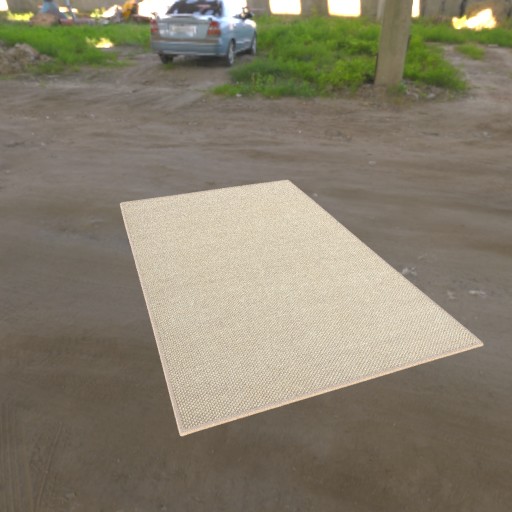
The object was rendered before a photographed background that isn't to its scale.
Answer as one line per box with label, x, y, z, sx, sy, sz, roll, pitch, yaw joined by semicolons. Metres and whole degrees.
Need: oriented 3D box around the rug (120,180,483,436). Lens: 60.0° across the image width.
rug;0.000;0.000;2.048;1.067;0.013;1.676;-11;32;-17
